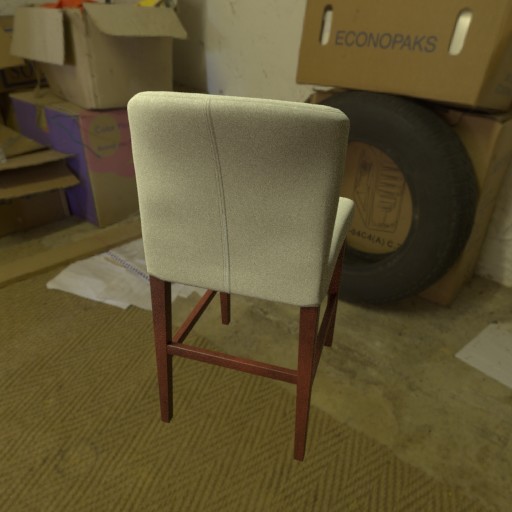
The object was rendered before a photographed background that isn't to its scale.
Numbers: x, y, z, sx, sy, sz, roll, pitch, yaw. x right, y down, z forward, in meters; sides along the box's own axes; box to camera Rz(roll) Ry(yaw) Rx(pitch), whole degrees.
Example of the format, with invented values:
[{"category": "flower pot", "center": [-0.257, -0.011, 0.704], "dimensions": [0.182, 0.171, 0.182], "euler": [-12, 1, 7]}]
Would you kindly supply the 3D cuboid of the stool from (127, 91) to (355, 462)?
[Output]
[{"category": "stool", "center": [0.000, 0.000, 1.256], "dimensions": [0.479, 0.968, 0.568], "euler": [9, 32, 15]}]
